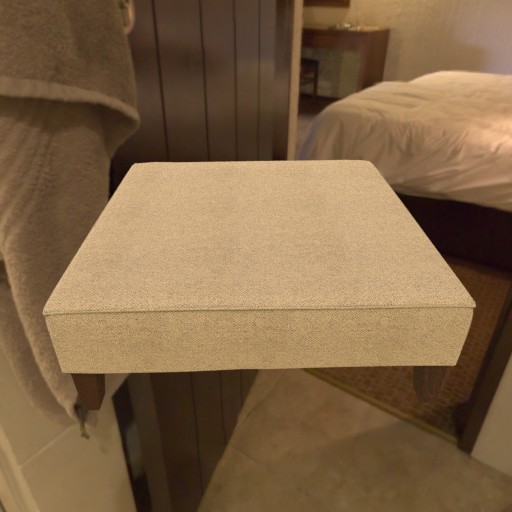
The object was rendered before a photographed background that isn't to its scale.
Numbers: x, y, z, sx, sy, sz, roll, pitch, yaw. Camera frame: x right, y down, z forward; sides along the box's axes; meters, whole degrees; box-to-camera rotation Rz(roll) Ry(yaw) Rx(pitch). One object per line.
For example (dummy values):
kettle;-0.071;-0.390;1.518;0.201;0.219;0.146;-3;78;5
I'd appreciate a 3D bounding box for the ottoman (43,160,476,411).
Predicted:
ottoman;0.000;0.000;1.468;0.982;0.381;0.973;-1;31;-1
